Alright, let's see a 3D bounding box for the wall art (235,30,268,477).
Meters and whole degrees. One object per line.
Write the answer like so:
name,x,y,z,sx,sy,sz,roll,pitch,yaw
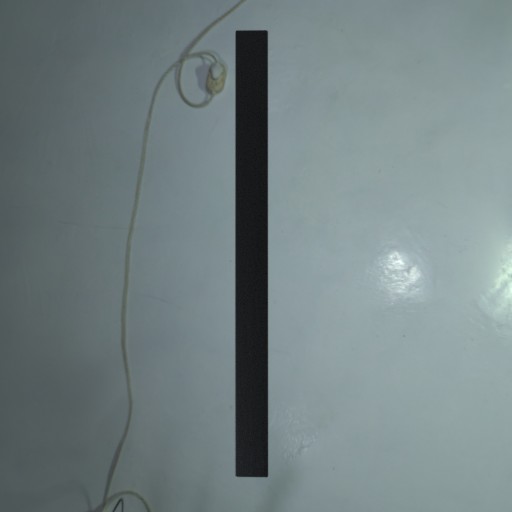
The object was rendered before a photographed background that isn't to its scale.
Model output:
wall art,0.000,0.000,0.756,0.037,0.508,0.508,0,89,1
